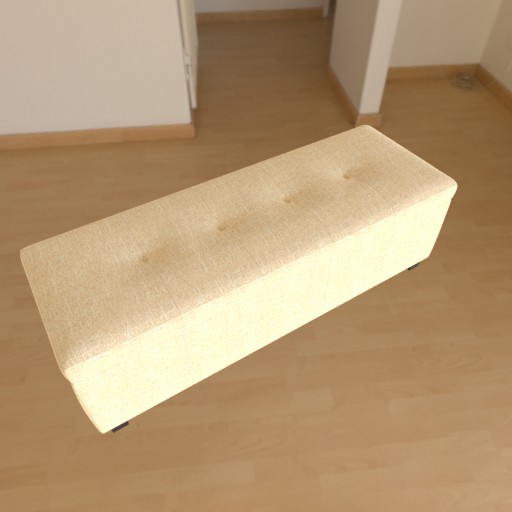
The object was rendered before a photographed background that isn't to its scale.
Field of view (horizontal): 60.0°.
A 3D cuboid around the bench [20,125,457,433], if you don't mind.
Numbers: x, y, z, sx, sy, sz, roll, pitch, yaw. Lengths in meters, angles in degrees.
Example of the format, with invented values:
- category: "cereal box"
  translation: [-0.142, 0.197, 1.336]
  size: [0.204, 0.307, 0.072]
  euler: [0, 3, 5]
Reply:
- category: "bench"
  translation: [0.000, 0.000, 1.387]
  size: [1.219, 0.406, 0.432]
  euler: [-24, 51, -22]
